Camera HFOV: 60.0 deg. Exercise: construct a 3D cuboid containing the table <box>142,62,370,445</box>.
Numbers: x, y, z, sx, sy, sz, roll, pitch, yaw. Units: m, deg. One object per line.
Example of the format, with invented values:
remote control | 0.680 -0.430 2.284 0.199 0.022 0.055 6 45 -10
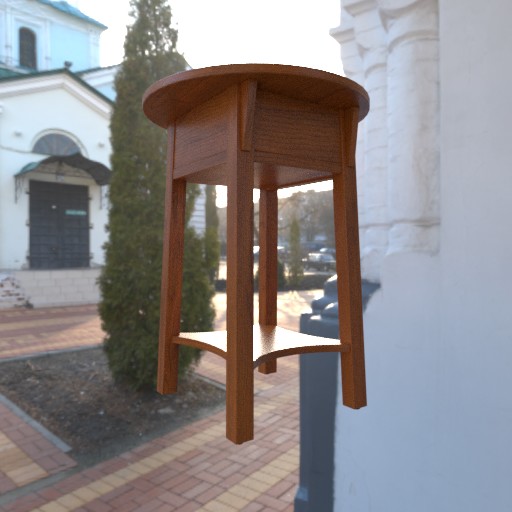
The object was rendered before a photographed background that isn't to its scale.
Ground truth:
table | 0.000 0.000 0.922 0.457 0.610 0.457 0 1 0
